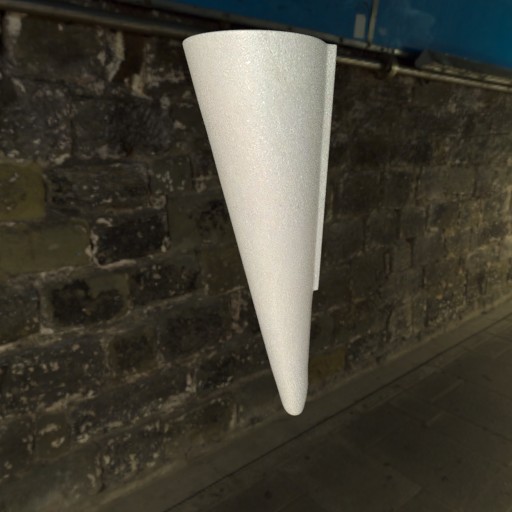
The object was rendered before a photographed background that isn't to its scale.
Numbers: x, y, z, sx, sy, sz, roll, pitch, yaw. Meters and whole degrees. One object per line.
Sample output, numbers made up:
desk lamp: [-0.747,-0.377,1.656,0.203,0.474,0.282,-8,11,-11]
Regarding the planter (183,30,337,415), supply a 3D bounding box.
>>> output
planter: [0.000,0.000,0.219,0.064,0.191,0.057,-7,16,-23]
